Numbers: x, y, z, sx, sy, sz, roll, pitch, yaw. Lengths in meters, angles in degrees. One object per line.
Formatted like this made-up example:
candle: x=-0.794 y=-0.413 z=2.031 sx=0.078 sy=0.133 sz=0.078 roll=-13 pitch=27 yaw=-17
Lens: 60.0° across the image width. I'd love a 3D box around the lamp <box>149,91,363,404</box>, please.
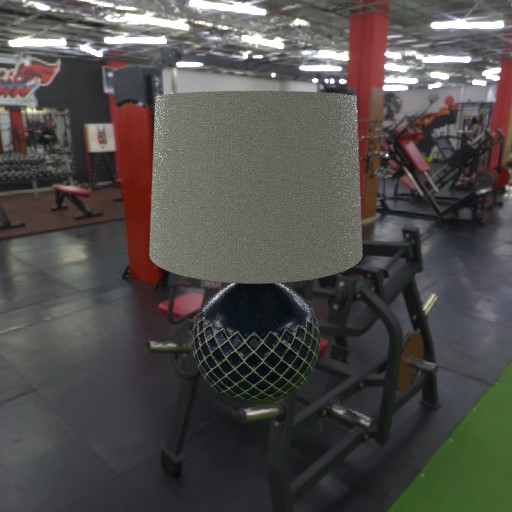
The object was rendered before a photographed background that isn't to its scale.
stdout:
lamp: x=0.000 y=0.000 z=0.806 sx=0.376 sy=0.540 sz=0.376 roll=0 pitch=16 yaw=0
